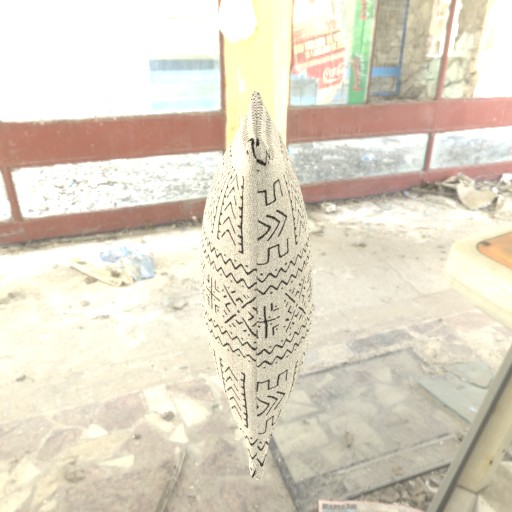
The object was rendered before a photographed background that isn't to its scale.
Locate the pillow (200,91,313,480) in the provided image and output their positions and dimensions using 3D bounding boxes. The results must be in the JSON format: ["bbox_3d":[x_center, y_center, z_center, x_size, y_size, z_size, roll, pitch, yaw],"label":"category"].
[{"bbox_3d":[0.000,0.000,0.662,0.164,0.430,0.438,0,25,0],"label":"pillow"}]
